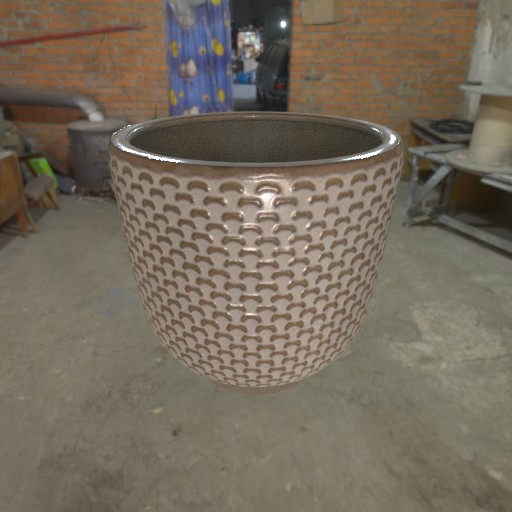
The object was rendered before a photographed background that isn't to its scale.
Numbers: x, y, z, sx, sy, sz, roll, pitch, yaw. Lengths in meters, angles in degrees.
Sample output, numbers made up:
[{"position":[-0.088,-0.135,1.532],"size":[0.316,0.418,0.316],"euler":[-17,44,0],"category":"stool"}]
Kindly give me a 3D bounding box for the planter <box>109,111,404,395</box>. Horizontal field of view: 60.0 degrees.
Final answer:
[{"position":[0.000,0.000,0.345],"size":[0.197,0.191,0.197],"euler":[0,26,0],"category":"planter"}]
